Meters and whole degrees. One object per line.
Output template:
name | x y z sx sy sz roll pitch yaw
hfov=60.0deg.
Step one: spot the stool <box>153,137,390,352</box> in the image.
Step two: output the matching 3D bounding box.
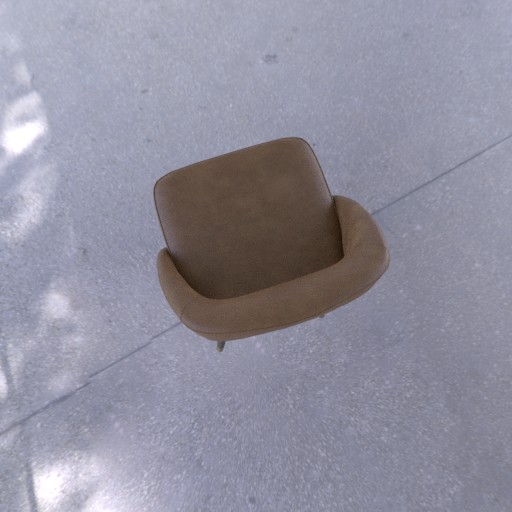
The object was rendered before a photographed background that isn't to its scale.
stool | 0.000 0.000 1.304 0.494 1.037 0.509 -18 77 -4
